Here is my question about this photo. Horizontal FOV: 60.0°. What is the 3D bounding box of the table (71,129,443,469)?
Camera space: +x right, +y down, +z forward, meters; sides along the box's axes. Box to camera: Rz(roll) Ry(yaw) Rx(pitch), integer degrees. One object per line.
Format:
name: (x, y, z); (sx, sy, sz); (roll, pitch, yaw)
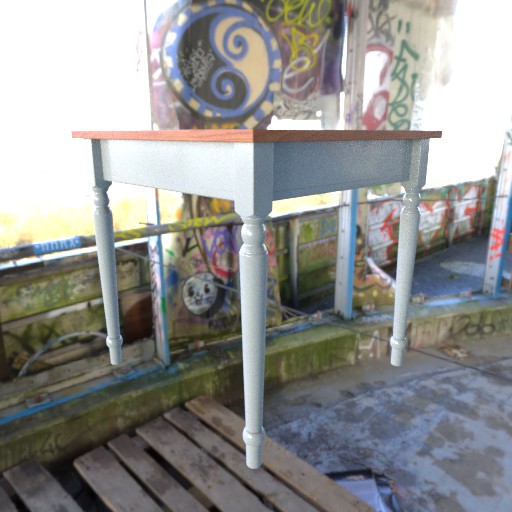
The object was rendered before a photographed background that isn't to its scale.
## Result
table: (0.000, 0.000, 1.355); (0.747, 0.738, 0.747); (-15, 21, -42)
